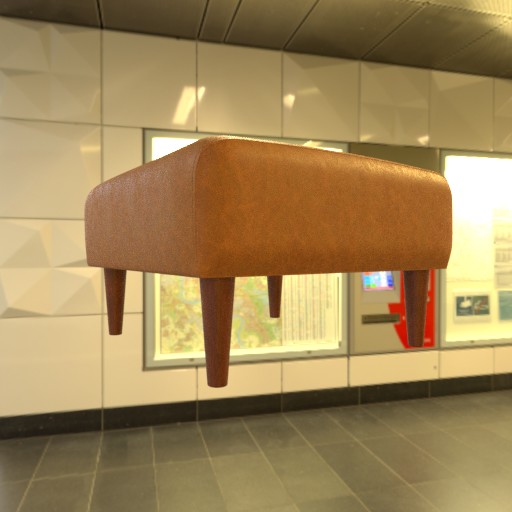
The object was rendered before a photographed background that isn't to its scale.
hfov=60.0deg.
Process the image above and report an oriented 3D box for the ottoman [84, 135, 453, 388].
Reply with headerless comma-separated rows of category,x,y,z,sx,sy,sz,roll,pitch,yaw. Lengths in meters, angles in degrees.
ottoman,0.000,0.000,1.052,0.650,0.399,0.650,0,1,-35
